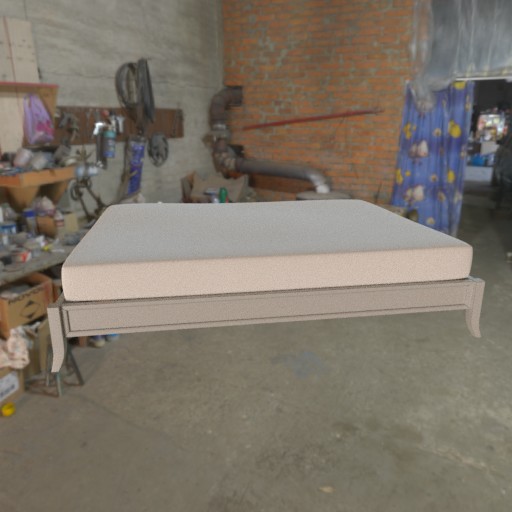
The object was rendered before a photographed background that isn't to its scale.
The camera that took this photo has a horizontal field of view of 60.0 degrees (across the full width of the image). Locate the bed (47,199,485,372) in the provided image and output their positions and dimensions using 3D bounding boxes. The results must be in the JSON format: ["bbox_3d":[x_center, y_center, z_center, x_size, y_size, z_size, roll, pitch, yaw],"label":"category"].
[{"bbox_3d":[0.000,0.000,2.821,2.108,0.510,1.604,-3,17,-9],"label":"bed"}]
